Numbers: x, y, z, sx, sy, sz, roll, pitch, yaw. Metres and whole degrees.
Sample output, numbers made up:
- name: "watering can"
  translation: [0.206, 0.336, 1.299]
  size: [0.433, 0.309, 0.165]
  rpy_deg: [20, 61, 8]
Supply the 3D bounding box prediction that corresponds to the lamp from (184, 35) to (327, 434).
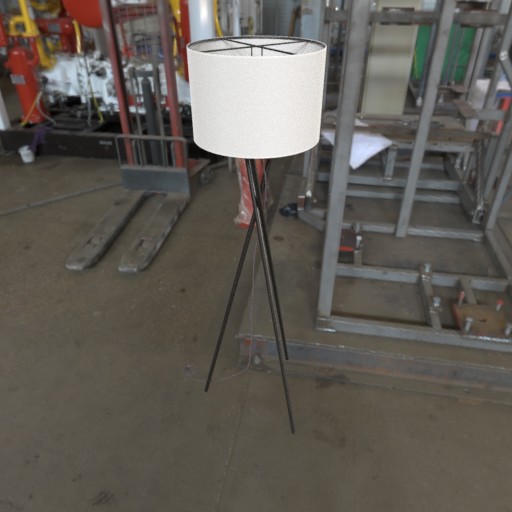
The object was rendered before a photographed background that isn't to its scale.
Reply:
- name: "lamp"
  translation: [0.000, 0.000, 1.855]
  size: [0.522, 1.624, 0.667]
  rpy_deg: [-21, 39, -29]
